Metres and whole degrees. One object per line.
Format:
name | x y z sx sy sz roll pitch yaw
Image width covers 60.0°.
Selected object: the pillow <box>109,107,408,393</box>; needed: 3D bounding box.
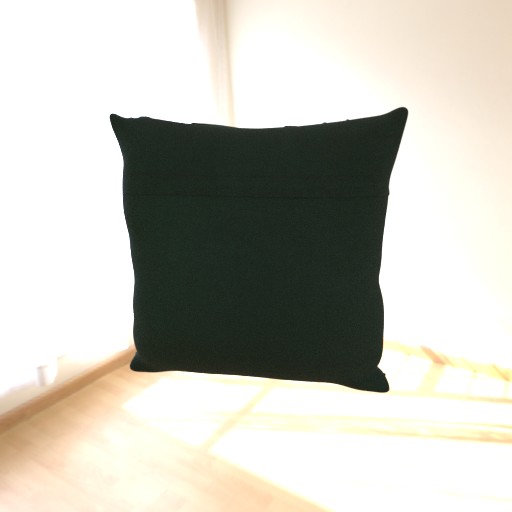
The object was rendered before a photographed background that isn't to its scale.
pillow | 0.000 0.000 0.693 0.439 0.440 0.184 2 17 7
